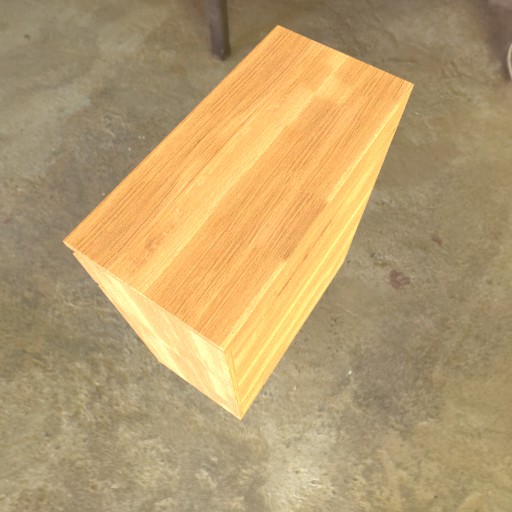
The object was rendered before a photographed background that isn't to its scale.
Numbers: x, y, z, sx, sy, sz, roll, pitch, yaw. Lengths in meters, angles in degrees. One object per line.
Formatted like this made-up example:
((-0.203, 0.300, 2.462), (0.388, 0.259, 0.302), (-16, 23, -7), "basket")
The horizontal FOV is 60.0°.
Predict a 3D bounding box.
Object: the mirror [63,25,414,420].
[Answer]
((0.000, 0.000, 1.435), (0.400, 1.000, 0.800), (31, 67, 15), "mirror")
